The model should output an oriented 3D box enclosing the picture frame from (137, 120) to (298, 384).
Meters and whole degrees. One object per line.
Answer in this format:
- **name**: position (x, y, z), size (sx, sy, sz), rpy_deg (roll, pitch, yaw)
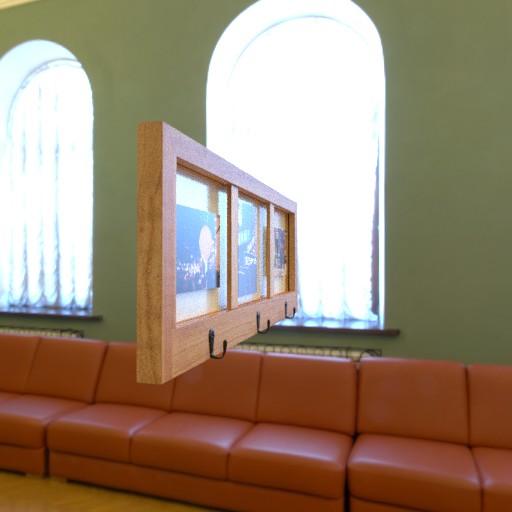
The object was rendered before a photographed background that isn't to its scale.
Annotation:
- **picture frame**: position (0.000, 0.000, 0.671), size (0.045, 0.234, 0.582), rpy_deg (0, -1, 17)
